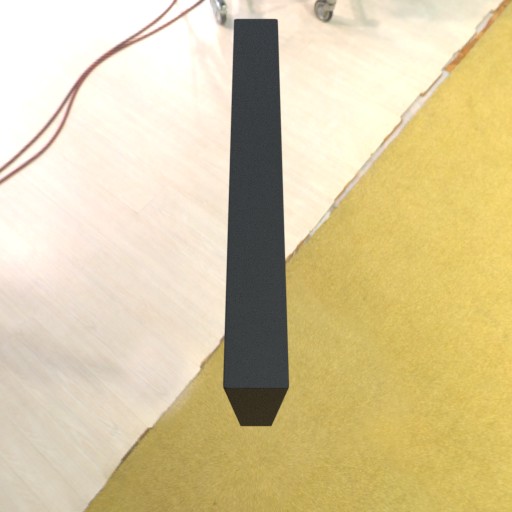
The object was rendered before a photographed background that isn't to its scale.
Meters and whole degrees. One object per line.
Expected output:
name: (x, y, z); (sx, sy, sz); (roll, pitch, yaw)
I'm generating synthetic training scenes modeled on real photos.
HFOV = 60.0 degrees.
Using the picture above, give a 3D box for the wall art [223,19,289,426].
wall art: (0.000, 0.000, 0.451); (0.037, 0.305, 0.305); (0, 65, 0)
